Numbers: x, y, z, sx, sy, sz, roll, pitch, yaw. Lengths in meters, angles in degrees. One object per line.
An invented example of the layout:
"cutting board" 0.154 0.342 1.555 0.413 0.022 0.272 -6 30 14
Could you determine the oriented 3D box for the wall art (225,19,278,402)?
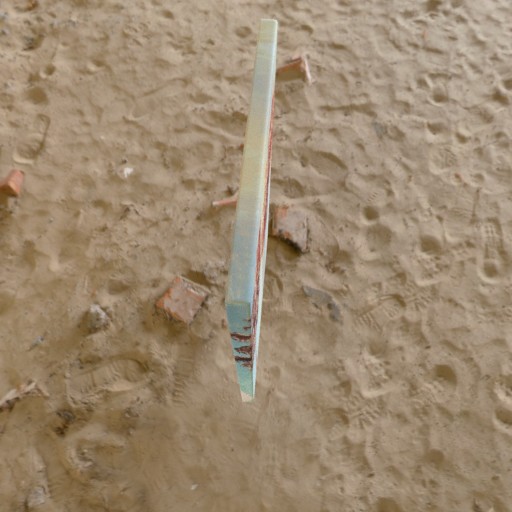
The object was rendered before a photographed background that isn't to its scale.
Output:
"wall art" 0.000 0.000 1.159 0.037 0.915 0.605 4 64 2
